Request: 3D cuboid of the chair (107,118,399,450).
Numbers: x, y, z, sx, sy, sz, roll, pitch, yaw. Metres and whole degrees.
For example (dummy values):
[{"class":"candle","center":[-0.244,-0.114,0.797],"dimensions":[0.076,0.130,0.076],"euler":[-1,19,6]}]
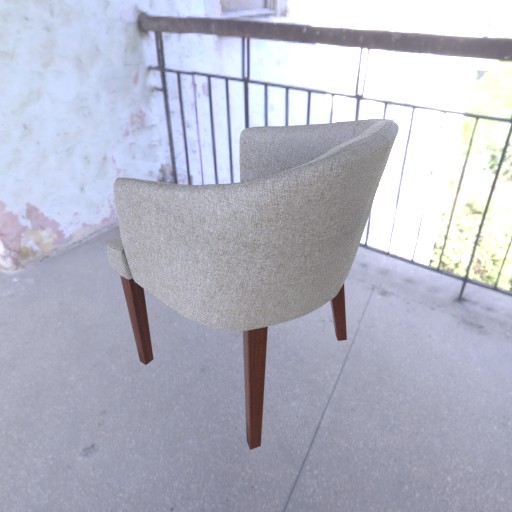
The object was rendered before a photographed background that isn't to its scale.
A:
[{"class":"chair","center":[0.000,0.000,1.254],"dimensions":[0.655,0.811,0.583],"euler":[22,39,30]}]
